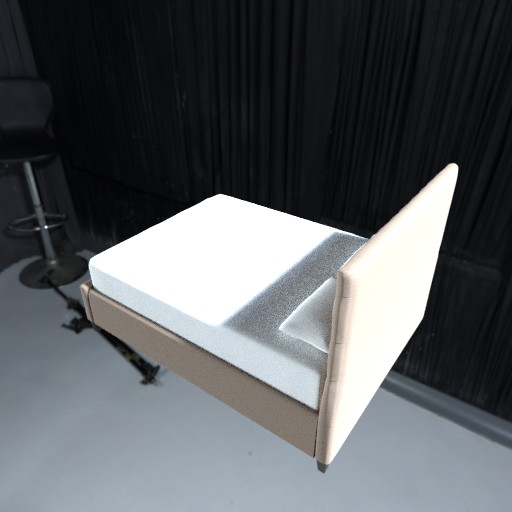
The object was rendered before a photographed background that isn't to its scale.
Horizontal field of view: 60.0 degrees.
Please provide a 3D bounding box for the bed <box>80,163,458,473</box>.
[{"bbox_3d":[0.000,0.000,3.353,2.233,1.426,1.696,21,37,30],"label":"bed"}]
